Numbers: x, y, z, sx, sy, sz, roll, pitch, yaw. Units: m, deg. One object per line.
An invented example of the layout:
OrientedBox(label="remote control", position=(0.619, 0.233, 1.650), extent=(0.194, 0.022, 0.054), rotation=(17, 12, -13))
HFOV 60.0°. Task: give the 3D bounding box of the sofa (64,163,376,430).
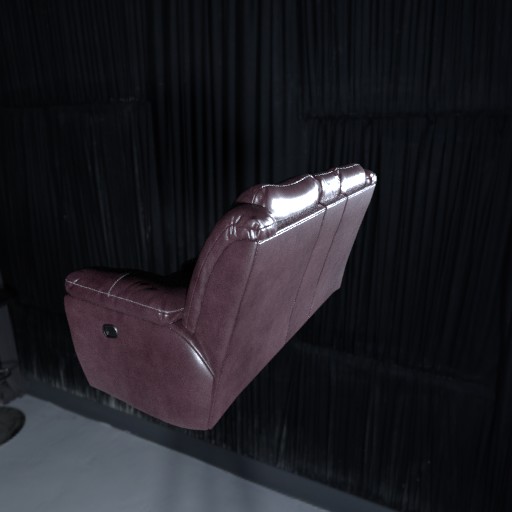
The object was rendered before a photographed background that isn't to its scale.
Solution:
OrientedBox(label="sofa", position=(0.000, 0.000, 2.643), extent=(0.991, 1.043, 2.058), rotation=(8, 18, 25))
